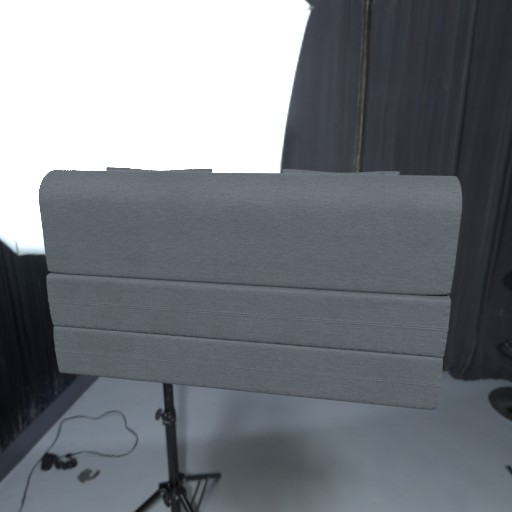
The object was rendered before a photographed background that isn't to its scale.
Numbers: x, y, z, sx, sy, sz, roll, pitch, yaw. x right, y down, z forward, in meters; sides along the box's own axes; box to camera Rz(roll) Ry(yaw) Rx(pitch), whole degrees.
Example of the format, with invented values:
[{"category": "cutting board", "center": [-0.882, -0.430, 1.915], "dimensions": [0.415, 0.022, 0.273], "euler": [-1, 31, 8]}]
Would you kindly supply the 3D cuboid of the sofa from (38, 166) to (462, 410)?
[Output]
[{"category": "sofa", "center": [0.000, 0.000, 1.659], "dimensions": [1.225, 0.670, 0.762], "euler": [3, 17, 10]}]
